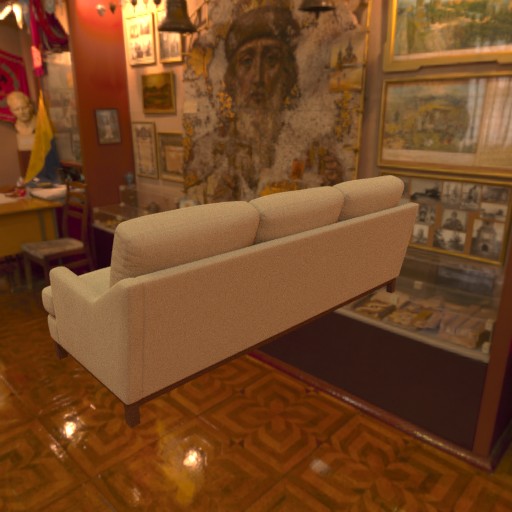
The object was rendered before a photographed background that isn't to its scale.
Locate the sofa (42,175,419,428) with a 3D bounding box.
[{"bbox_3d":[0.000,0.000,2.816,2.321,0.913,1.000,-16,24,-42],"label":"sofa"}]
